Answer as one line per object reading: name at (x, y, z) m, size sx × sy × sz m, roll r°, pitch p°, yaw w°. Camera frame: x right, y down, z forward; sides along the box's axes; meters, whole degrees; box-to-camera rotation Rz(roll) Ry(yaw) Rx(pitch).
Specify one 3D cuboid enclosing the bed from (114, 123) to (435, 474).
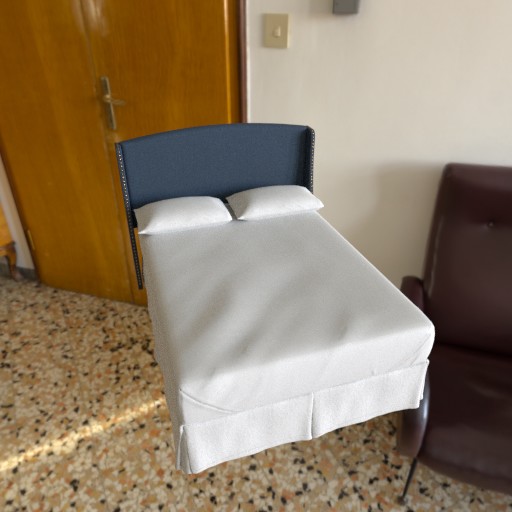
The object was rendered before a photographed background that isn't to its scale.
bed at (0.000, 0.000, 3.265) m, size 1.710 × 1.407 × 2.237 m, roll -10°, pitch 32°, yaw -16°
